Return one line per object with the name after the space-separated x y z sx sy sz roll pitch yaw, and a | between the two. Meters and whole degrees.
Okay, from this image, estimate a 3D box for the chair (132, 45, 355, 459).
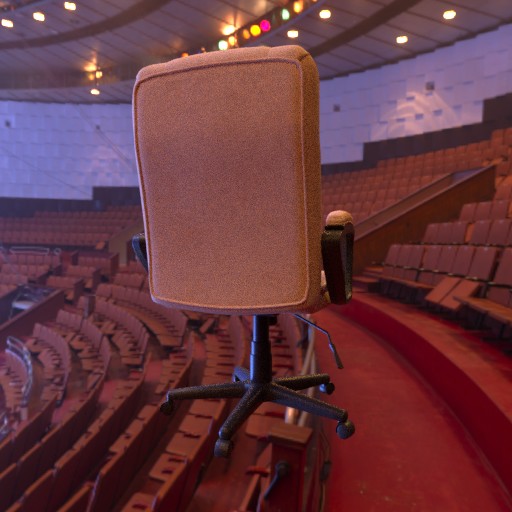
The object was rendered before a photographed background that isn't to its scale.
0.000 0.000 1.488 0.667 1.105 0.724 0 1 18 | chair
